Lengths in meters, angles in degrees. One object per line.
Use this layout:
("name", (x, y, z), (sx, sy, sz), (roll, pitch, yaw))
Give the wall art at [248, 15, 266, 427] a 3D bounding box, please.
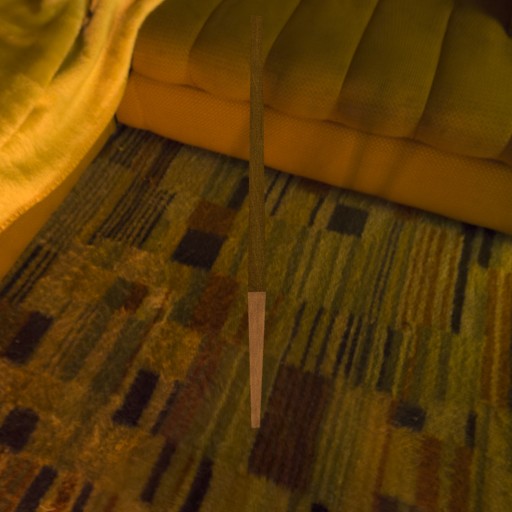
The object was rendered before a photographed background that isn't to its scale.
("wall art", (0.000, 0.000, 1.335), (0.035, 1.022, 0.781), (0, 58, 0))
